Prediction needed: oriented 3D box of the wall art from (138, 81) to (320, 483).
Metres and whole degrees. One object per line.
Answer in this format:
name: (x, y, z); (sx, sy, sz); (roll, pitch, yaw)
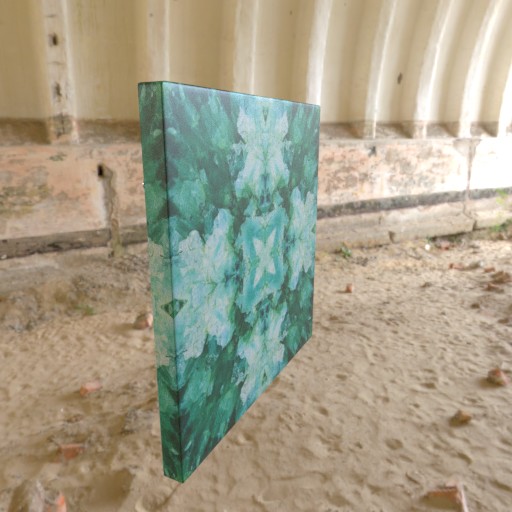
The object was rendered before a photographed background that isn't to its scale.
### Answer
wall art: (0.000, 0.000, 0.751); (0.038, 0.508, 0.507); (8, 17, 26)
